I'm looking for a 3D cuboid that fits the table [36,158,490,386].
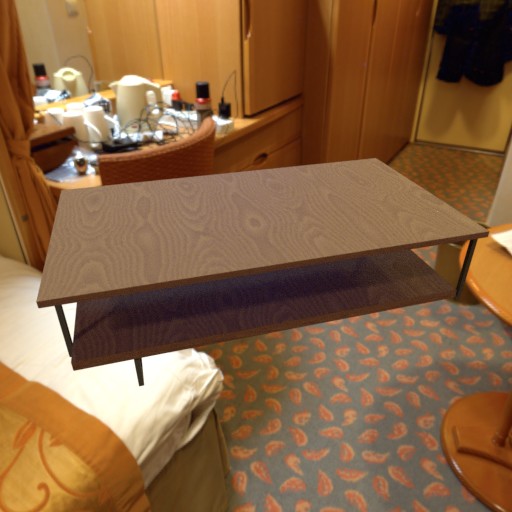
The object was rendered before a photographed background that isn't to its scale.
[{"bbox_3d":[0.000,0.000,1.477,1.197,0.347,0.651,-8,32,-14],"label":"table"}]
